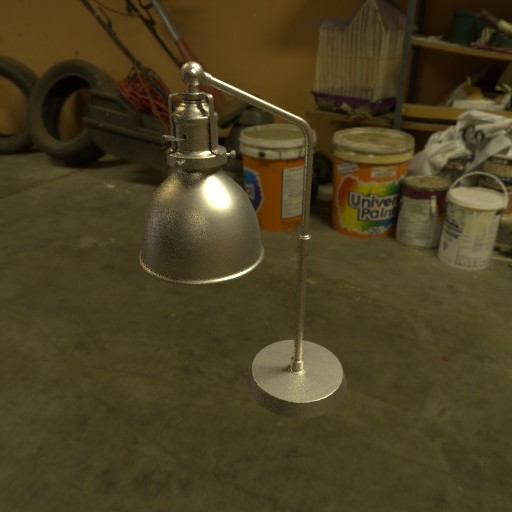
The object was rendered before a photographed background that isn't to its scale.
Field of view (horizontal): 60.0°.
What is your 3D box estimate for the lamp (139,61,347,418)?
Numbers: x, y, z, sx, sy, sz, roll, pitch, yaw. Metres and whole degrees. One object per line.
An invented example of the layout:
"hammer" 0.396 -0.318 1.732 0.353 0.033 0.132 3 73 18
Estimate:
"lamp" 0.000 0.000 0.563 0.286 0.456 0.153 -9 29 -17
